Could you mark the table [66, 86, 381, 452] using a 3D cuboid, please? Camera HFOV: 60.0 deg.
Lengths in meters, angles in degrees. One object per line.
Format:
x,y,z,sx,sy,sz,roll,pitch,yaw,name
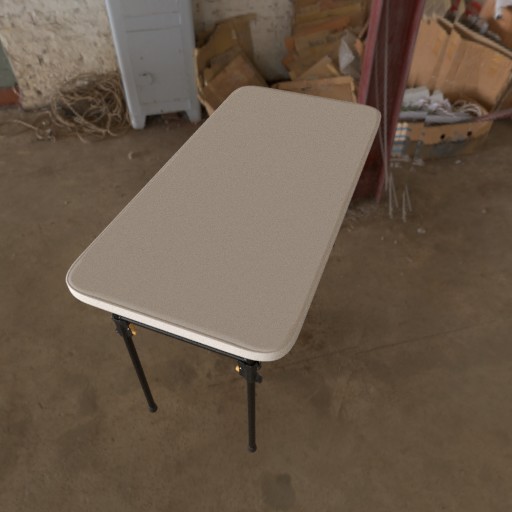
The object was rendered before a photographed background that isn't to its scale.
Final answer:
0.000,0.000,1.677,0.610,0.729,1.219,16,48,15,table
